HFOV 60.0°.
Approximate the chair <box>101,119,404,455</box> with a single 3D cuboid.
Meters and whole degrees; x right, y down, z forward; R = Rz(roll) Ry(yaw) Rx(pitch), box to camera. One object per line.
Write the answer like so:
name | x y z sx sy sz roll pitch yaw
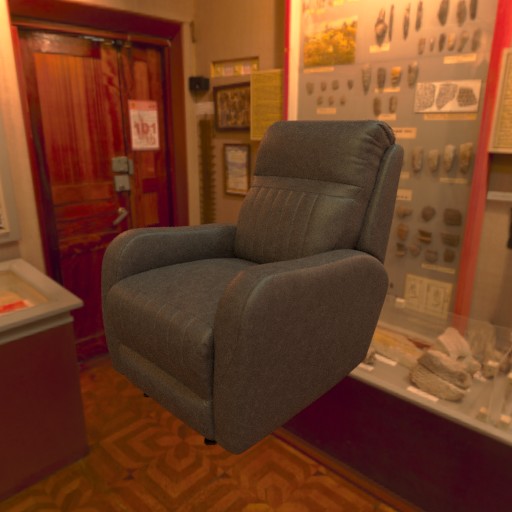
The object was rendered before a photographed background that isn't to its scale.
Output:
chair | 0.000 0.000 1.813 0.865 1.067 1.067 16 23 42
